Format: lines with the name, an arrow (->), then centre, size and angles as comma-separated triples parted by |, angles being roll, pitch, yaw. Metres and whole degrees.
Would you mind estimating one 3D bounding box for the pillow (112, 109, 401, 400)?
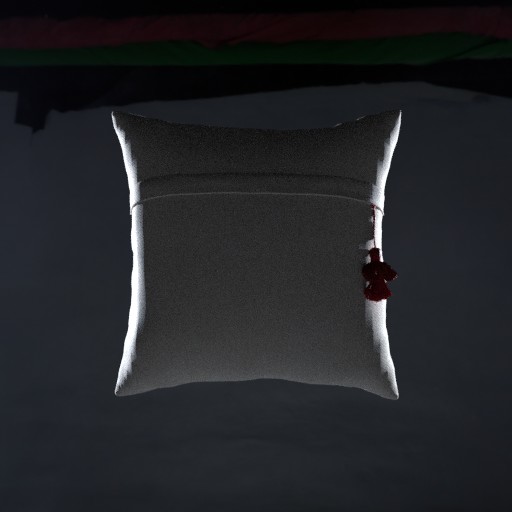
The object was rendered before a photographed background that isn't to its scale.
pillow -> 0.000, 0.000, 0.673 | 0.433, 0.436, 0.173 | 0, 0, 1
